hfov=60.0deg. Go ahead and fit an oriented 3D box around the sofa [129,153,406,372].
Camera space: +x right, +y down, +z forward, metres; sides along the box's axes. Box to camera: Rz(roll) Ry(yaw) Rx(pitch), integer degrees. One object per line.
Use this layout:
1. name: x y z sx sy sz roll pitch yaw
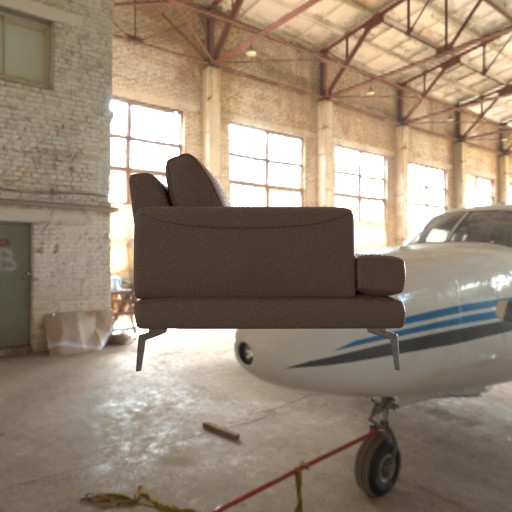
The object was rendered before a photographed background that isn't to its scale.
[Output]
1. sofa: 0.000 0.000 2.420 0.974 0.765 1.940 0 0 -1
